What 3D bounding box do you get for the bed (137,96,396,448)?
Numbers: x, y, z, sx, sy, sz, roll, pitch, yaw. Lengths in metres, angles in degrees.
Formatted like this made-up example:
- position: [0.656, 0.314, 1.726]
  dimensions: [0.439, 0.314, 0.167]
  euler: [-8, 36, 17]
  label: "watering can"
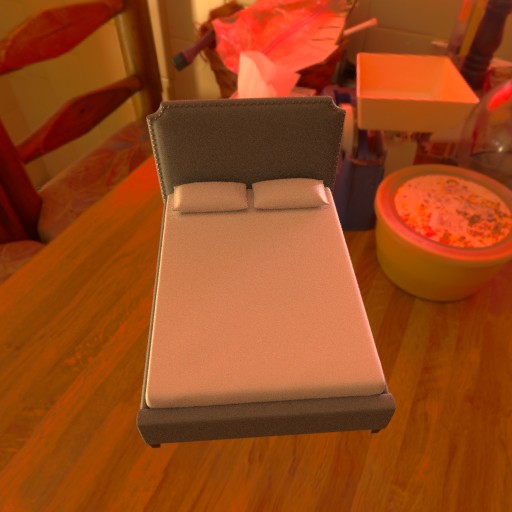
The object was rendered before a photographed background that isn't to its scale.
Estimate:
- position: [0.000, 0.000, 3.455]
  dimensions: [1.712, 1.443, 2.372]
  euler: [-3, 47, -3]
  label: "bed"
